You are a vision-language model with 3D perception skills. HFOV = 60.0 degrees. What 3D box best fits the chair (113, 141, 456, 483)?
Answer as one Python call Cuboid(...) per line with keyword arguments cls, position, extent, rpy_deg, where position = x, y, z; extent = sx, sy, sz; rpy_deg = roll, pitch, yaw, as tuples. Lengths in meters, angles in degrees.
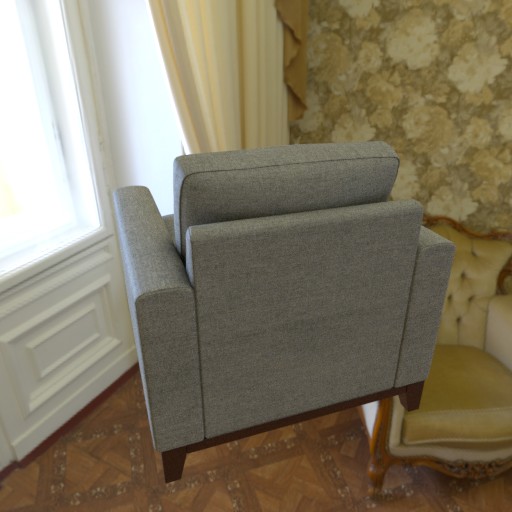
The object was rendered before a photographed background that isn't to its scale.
Cuboid(cls="chair", position=(0.000, 0.000, 1.800), extent=(1.024, 1.010, 1.038), rpy_deg=(-9, 27, -17))
